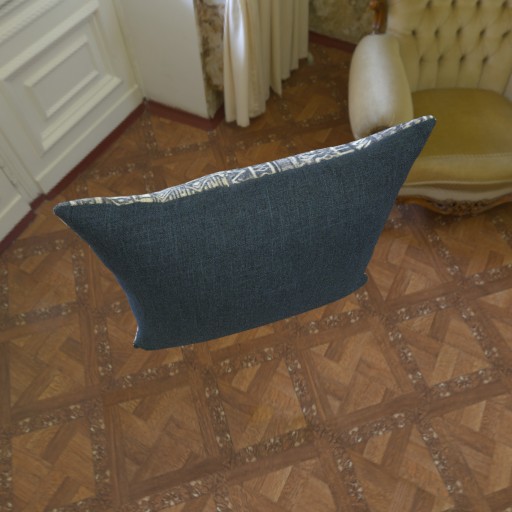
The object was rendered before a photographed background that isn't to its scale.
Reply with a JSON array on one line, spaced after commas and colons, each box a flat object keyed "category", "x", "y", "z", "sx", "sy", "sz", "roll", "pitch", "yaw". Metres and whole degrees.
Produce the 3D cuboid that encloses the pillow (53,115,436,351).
[{"category": "pillow", "x": 0.000, "y": 0.000, "z": 0.791, "sx": 0.546, "sy": 0.487, "sz": 0.180, "roll": -16, "pitch": 59, "yaw": -9}]
